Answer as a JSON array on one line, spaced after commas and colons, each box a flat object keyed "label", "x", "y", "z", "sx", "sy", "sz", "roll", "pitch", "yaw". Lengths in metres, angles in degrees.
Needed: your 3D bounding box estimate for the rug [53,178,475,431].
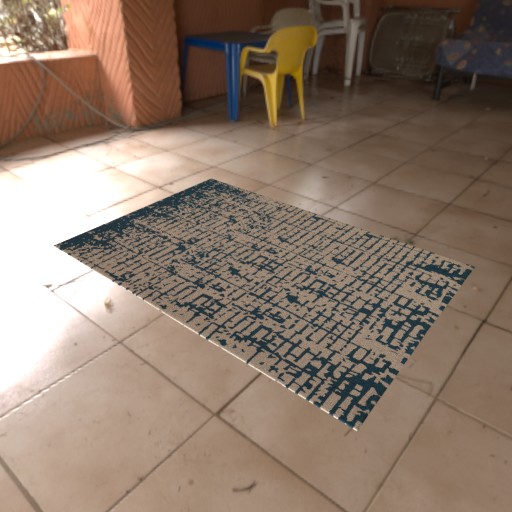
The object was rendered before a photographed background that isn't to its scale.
[{"label": "rug", "x": 0.000, "y": 0.000, "z": 2.299, "sx": 1.828, "sy": 0.007, "sz": 1.220, "roll": 23, "pitch": 39, "yaw": 32}]
